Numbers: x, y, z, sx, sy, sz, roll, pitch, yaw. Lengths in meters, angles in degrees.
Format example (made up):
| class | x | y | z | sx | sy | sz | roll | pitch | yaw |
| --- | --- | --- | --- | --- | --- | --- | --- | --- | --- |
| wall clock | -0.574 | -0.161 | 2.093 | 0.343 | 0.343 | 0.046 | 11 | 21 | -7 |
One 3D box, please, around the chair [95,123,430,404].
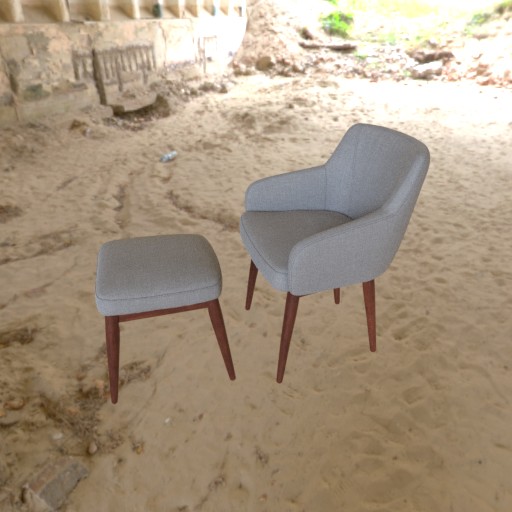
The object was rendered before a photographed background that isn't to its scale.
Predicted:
| class | x | y | z | sx | sy | sz | roll | pitch | yaw |
| --- | --- | --- | --- | --- | --- | --- | --- | --- | --- |
| chair | 0.000 | 0.000 | 1.584 | 1.107 | 0.799 | 0.584 | -7 | 30 | -13 |
